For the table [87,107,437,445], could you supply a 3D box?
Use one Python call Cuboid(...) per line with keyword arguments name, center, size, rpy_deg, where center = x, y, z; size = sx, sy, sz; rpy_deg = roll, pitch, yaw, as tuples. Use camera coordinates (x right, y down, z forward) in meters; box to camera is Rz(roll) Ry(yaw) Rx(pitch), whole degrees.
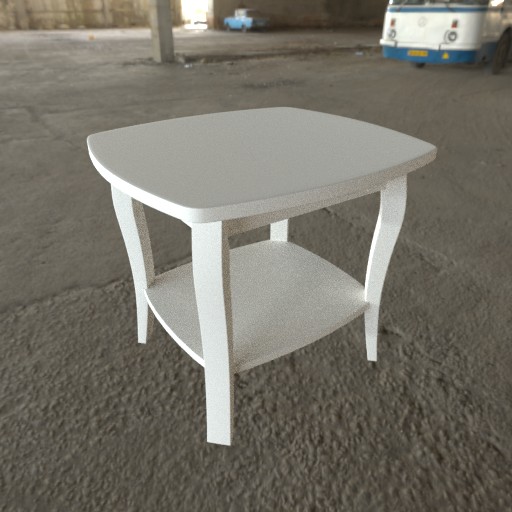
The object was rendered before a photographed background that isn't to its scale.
Cuboid(name="table", center=(0.000, 0.000, 0.838), size=(0.502, 0.438, 0.451), rpy_deg=(-19, 35, -30))
